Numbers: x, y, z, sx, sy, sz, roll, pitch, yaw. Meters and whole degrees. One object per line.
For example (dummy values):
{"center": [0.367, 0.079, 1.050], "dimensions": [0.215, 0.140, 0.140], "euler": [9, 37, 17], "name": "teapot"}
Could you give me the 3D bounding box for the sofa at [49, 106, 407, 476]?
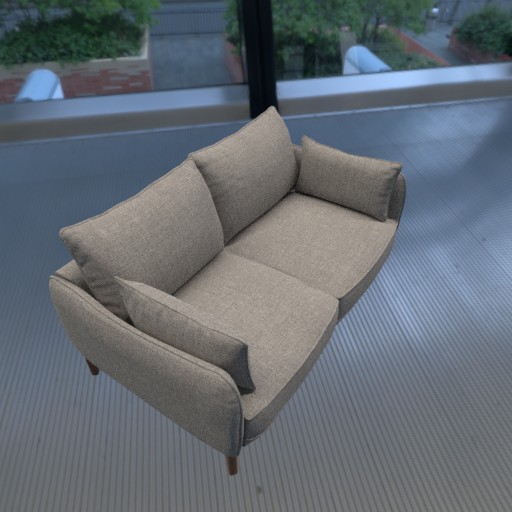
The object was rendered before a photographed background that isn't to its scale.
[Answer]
{"center": [0.000, 0.000, 2.106], "dimensions": [0.972, 0.851, 1.580], "euler": [24, 47, 25], "name": "sofa"}
